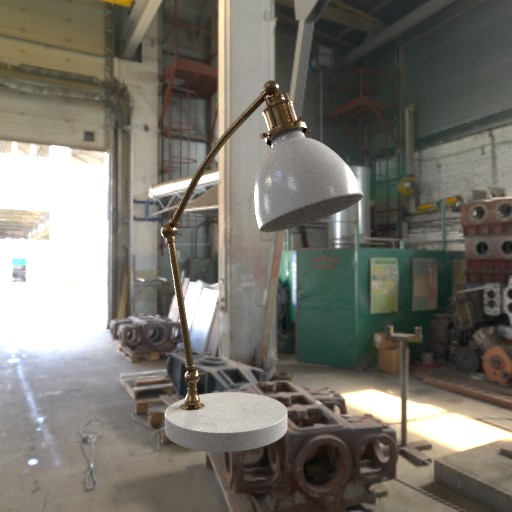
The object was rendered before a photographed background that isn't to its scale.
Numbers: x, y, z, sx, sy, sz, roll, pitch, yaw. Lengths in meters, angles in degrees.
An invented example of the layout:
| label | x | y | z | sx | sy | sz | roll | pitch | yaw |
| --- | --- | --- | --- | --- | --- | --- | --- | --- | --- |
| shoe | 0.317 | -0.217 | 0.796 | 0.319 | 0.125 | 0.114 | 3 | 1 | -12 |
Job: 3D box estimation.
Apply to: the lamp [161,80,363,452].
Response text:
| label | x | y | z | sx | sy | sz | roll | pitch | yaw |
| --- | --- | --- | --- | --- | --- | --- | --- | --- | --- |
| lamp | 0.000 | 0.000 | 0.669 | 0.317 | 0.522 | 0.186 | 0 | -1 | 17 |
